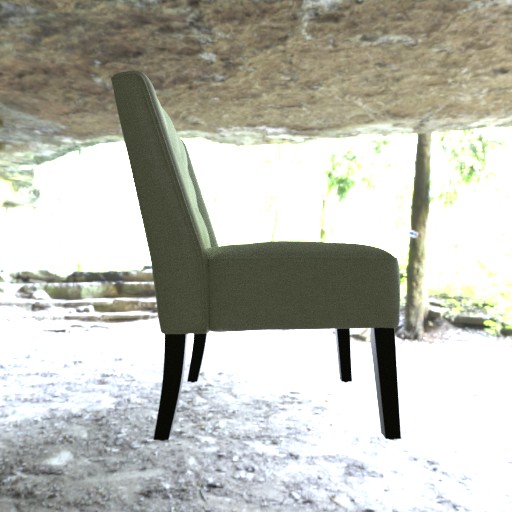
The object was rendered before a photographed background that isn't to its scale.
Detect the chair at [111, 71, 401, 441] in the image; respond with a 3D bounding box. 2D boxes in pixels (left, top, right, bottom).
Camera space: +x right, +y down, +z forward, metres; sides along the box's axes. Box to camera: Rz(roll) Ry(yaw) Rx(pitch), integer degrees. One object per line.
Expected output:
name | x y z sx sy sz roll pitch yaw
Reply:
chair | 0.000 0.000 1.277 0.676 0.853 0.569 0 -1 0
